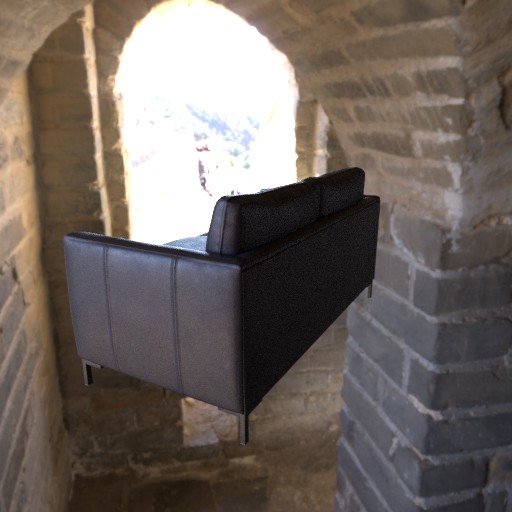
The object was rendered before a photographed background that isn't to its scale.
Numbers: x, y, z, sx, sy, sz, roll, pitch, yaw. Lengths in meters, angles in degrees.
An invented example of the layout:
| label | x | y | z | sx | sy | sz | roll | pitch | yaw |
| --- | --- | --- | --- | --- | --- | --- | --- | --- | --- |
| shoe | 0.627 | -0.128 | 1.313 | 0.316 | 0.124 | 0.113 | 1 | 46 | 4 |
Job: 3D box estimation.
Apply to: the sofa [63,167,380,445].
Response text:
| label | x | y | z | sx | sy | sz | roll | pitch | yaw |
| --- | --- | --- | --- | --- | --- | --- | --- | --- | --- |
| sofa | 0.000 | 0.000 | 2.396 | 0.947 | 0.883 | 1.805 | 8 | 18 | 26 |
